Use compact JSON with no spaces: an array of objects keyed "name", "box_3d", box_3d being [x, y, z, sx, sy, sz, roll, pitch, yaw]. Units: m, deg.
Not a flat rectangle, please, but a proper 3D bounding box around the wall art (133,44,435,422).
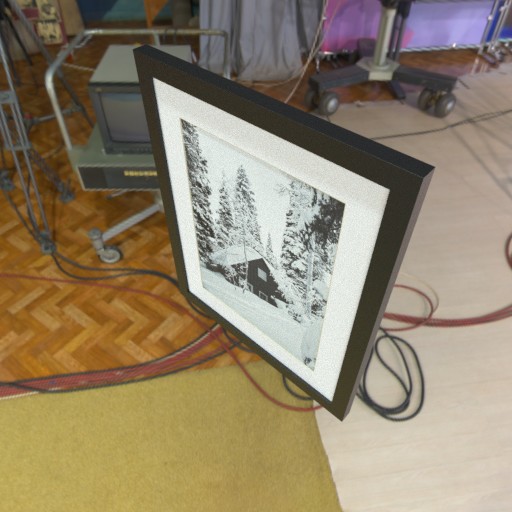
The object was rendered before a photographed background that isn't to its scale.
[{"name":"wall art","box_3d":[0.000,0.000,0.526,0.325,0.397,0.018,33,55,28]}]
